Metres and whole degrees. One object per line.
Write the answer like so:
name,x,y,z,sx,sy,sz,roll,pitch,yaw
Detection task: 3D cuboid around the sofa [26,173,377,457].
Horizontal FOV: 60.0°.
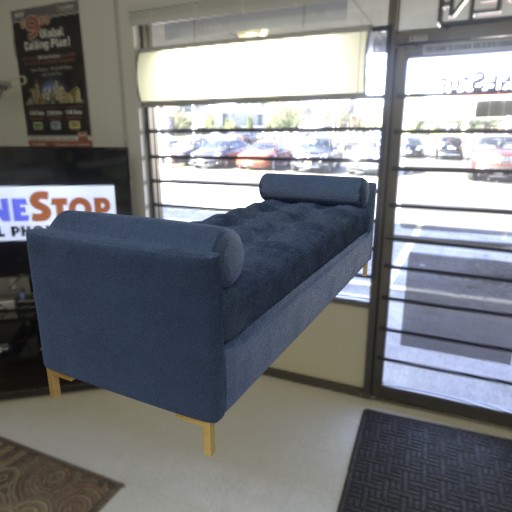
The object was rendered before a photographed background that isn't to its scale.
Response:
sofa,0.000,0.000,2.343,0.796,0.705,2.102,8,17,26
